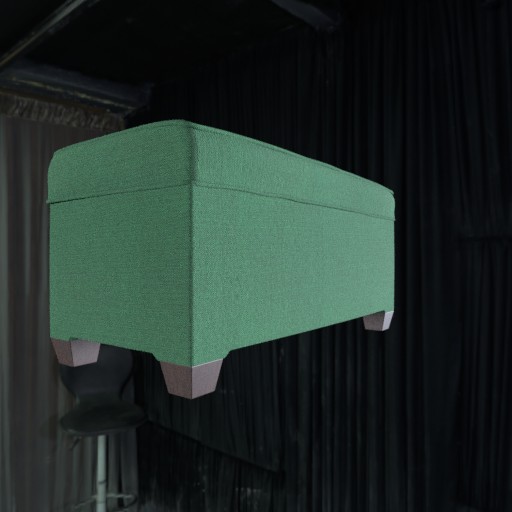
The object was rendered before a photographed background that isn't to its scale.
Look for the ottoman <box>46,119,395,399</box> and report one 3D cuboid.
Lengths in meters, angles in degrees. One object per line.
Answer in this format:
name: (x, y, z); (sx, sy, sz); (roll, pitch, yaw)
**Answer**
ottoman: (0.000, 0.000, 1.201); (0.483, 0.471, 0.957); (0, 0, 37)
